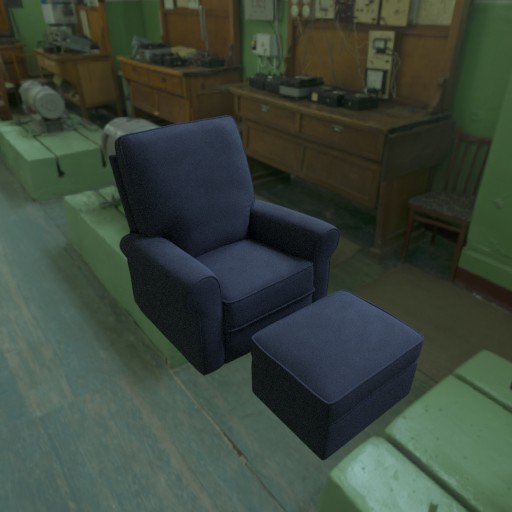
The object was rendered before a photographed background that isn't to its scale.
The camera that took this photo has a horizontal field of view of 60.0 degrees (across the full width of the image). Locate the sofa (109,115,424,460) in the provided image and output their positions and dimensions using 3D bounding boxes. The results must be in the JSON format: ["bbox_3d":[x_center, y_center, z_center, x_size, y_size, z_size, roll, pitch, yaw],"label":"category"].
[{"bbox_3d":[0.000,0.000,2.011,0.880,0.959,1.478,-22,37,-32],"label":"sofa"}]
